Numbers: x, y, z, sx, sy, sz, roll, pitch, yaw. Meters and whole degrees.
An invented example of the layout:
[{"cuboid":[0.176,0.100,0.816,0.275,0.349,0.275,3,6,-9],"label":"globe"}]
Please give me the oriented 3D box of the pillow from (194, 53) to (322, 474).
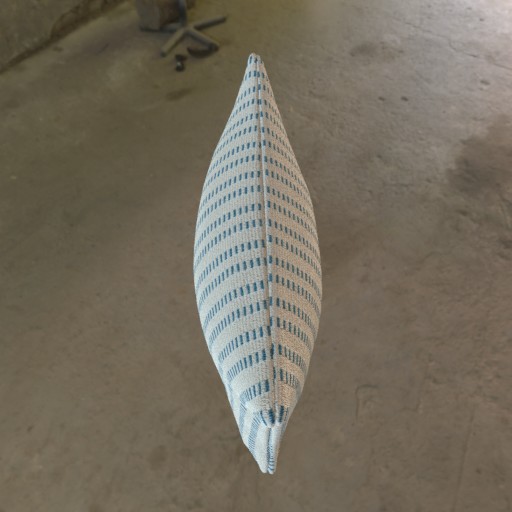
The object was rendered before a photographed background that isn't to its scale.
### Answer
[{"cuboid":[0.000,0.000,0.761,0.210,0.353,0.640,-1,57,-1],"label":"pillow"}]
